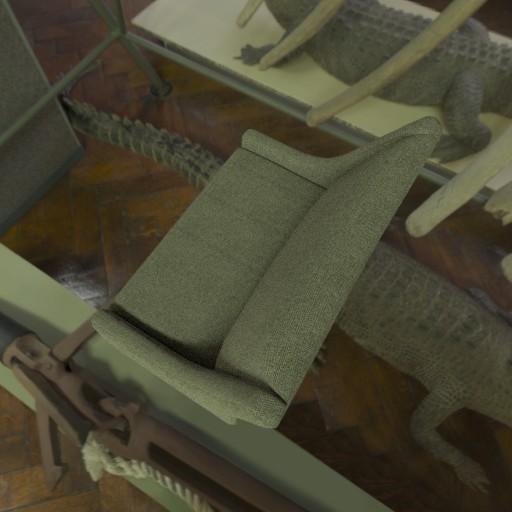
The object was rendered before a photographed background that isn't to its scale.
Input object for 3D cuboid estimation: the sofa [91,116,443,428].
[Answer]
[{"bbox_3d":[0.000,0.000,1.907,0.870,1.021,1.242,29,67,14],"label":"sofa"}]
